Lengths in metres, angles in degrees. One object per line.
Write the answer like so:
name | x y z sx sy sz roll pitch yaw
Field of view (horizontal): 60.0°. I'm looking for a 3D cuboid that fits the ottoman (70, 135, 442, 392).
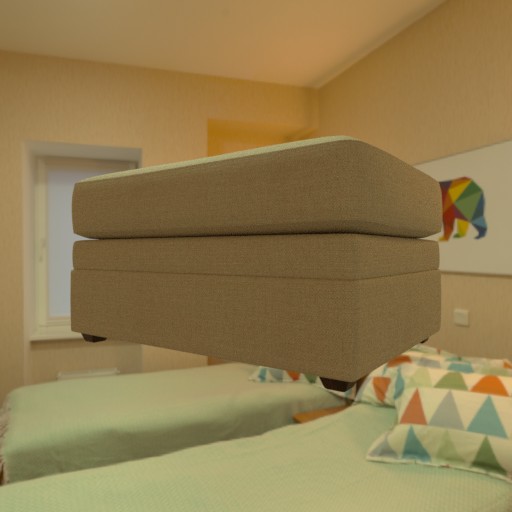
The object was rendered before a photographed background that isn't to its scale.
ottoman | 0.000 0.000 1.235 0.885 0.478 0.637 0 1 35
